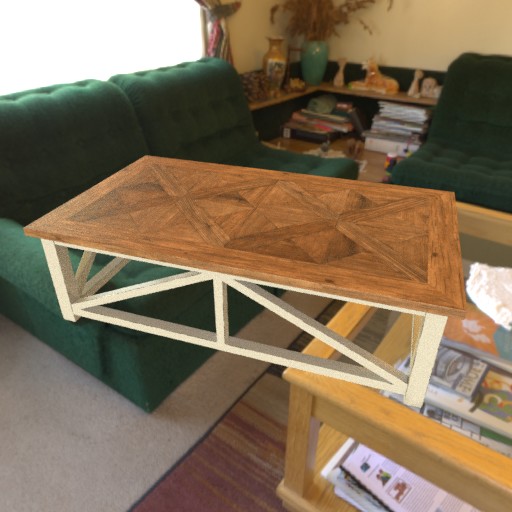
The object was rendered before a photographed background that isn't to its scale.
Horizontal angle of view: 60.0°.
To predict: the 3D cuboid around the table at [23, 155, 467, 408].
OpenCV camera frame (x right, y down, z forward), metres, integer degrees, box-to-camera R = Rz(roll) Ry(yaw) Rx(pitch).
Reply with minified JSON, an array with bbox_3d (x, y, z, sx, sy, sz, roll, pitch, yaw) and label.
[{"bbox_3d":[0.000,0.000,1.743,1.400,0.410,0.800,10,33,16],"label":"table"}]
